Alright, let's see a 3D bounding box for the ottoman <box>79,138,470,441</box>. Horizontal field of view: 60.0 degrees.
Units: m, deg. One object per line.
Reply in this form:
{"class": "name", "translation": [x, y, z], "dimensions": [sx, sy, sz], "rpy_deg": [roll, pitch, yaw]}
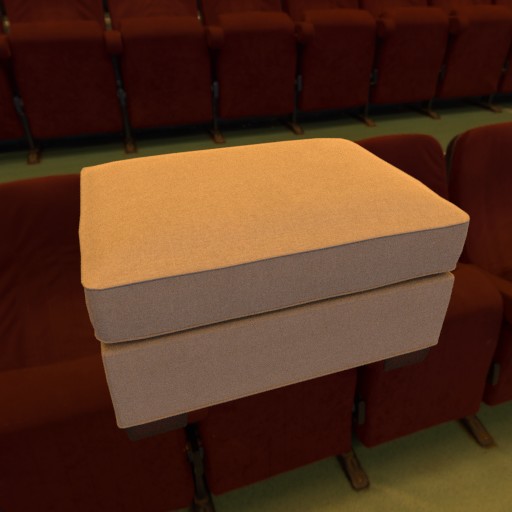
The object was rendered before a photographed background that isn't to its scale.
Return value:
{"class": "ottoman", "translation": [0.000, 0.000, 1.224], "dimensions": [0.846, 0.503, 0.617], "rpy_deg": [-10, 34, -16]}
